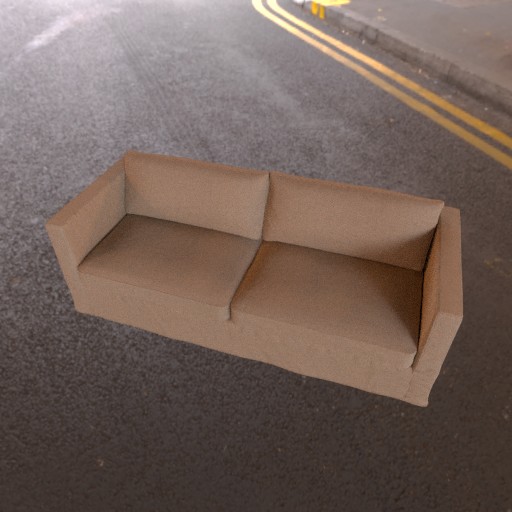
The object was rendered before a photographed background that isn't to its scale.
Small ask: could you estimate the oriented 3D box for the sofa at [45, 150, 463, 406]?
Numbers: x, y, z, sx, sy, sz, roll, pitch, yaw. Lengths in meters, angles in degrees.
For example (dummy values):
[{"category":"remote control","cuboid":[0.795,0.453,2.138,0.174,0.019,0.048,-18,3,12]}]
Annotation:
[{"category":"sofa","cuboid":[0.000,0.000,2.755,2.296,0.847,0.956,12,42,14]}]
